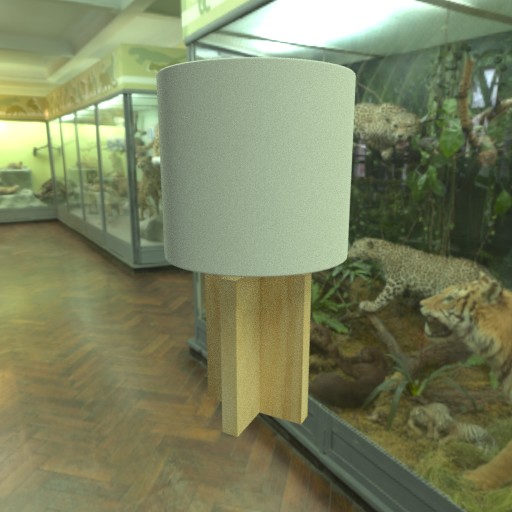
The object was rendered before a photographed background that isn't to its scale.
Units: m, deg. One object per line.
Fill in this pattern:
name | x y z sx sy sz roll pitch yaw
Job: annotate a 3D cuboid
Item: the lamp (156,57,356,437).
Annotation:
lamp | 0.000 0.000 0.566 0.229 0.428 0.229 7 14 26
